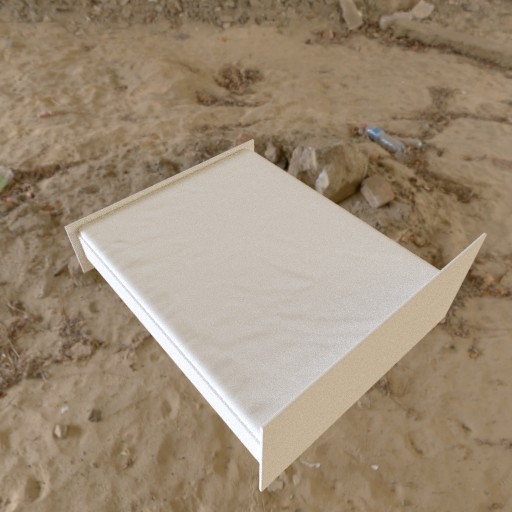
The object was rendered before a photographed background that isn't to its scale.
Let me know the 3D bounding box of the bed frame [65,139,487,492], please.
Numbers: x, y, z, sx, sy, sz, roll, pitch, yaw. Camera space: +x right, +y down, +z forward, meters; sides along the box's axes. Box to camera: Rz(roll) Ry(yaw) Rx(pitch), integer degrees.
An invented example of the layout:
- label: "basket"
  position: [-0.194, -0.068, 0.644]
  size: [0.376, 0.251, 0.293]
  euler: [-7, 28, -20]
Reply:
- label: "bed frame"
  position: [0.000, 0.000, 2.973]
  size: [1.720, 0.800, 2.060]
  euler: [-32, 54, -27]
